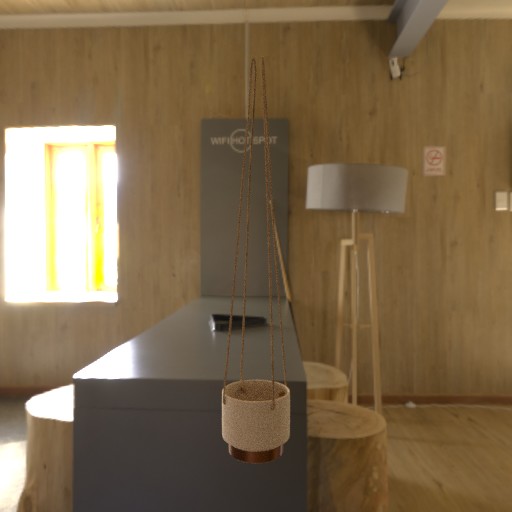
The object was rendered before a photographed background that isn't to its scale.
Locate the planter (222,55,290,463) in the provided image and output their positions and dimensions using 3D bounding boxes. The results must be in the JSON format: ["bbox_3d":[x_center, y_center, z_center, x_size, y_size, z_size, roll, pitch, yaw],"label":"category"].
[{"bbox_3d":[0.000,0.000,0.946,0.146,0.841,0.146,0,2,17],"label":"planter"}]
